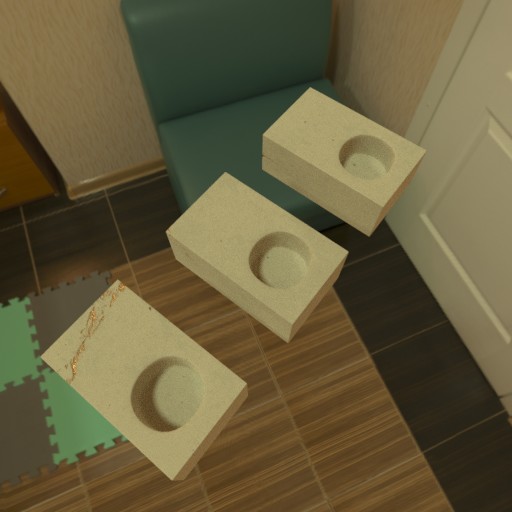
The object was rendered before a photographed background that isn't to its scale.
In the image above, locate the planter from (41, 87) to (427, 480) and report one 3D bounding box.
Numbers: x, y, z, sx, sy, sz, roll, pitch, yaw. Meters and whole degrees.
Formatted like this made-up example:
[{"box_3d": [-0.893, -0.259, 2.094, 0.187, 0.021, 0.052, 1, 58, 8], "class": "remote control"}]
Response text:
[{"box_3d": [0.000, 0.000, 0.377, 0.127, 0.051, 0.333, 35, 69, 16], "class": "planter"}]
